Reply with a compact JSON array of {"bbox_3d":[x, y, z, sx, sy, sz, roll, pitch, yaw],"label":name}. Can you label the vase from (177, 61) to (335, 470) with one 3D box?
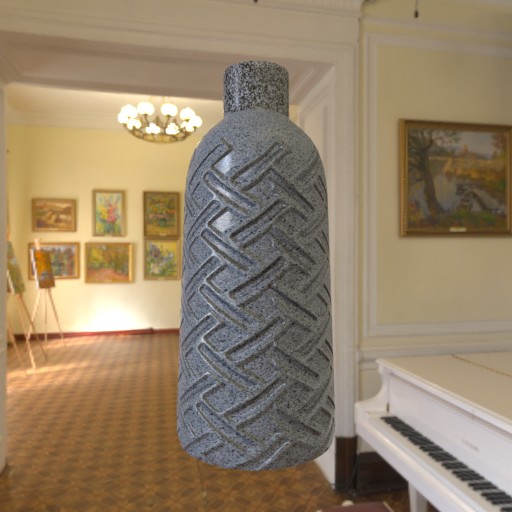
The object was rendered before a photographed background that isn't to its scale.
[{"bbox_3d":[0.000,0.000,0.345,0.122,0.282,0.122,0,0,0],"label":"vase"}]
